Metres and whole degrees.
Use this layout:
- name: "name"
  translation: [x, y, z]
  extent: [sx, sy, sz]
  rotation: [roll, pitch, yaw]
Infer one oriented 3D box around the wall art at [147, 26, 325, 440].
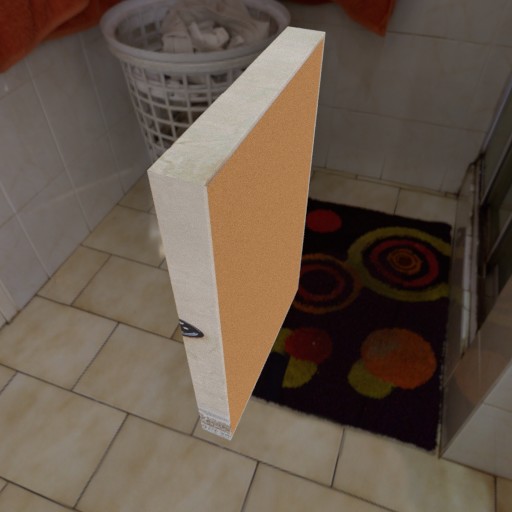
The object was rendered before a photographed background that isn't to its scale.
- name: "wall art"
  translation: [0.000, 0.000, 0.480]
  extent: [0.038, 0.381, 0.254]
  rotation: [16, 49, 15]
